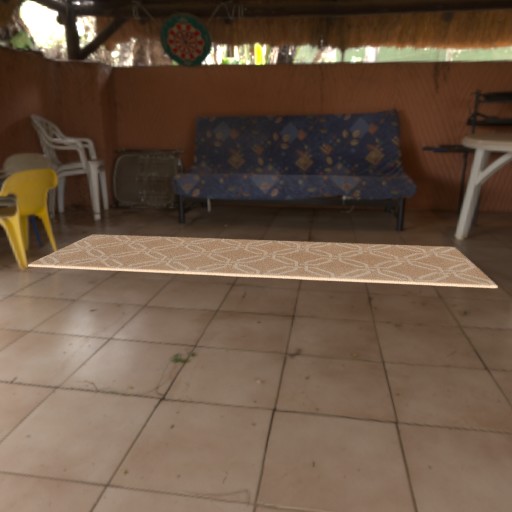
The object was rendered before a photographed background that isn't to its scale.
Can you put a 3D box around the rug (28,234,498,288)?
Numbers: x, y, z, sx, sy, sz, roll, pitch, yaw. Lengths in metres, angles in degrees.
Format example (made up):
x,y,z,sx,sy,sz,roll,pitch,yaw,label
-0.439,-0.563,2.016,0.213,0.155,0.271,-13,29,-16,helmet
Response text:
x,y,z,sx,sy,sz,roll,pitch,yaw,label
0.000,0.000,2.447,2.276,0.014,0.678,2,16,8,rug
